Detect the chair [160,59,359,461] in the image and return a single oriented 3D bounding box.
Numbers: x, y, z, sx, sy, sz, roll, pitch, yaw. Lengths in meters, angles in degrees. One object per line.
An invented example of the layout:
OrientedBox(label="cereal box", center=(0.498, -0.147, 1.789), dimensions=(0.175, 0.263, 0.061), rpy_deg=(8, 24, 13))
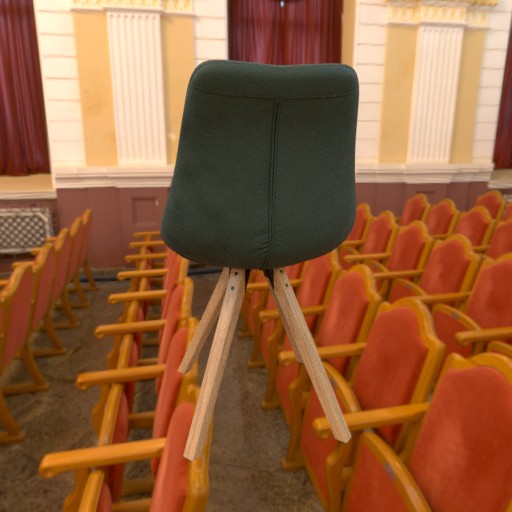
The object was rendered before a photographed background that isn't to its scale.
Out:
OrientedBox(label="chair", center=(0.000, 0.000, 1.163), dimensions=(0.483, 0.865, 0.547), rpy_deg=(-2, 15, -10))
